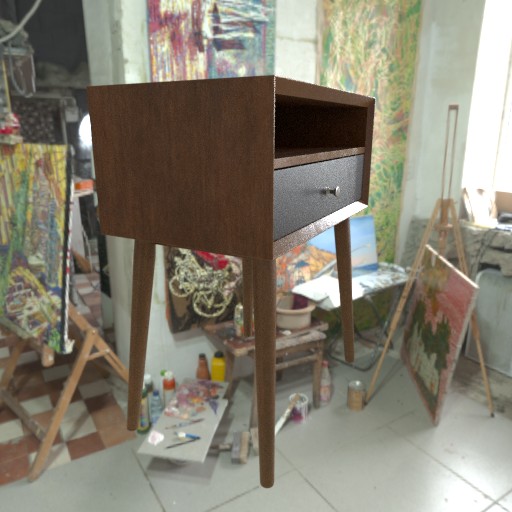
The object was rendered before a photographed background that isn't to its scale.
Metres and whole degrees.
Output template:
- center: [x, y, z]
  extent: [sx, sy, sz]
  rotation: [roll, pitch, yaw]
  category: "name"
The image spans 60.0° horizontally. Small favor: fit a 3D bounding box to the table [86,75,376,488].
- center: [0.000, 0.000, 0.837]
  extent: [0.307, 0.580, 0.454]
  rotation: [9, 18, 27]
  category: "table"
